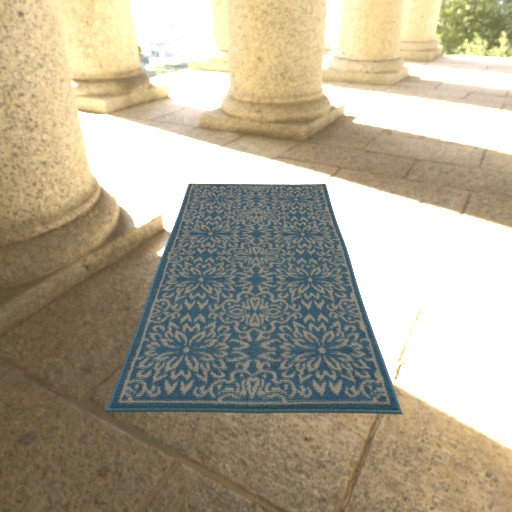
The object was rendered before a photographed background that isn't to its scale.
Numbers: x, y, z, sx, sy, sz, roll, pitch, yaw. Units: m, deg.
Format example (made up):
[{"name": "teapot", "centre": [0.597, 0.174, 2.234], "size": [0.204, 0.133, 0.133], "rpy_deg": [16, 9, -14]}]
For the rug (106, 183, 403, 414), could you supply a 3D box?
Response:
[{"name": "rug", "centre": [0.000, 0.000, 1.418], "size": [0.604, 0.007, 1.219], "rpy_deg": [0, 31, 0]}]
